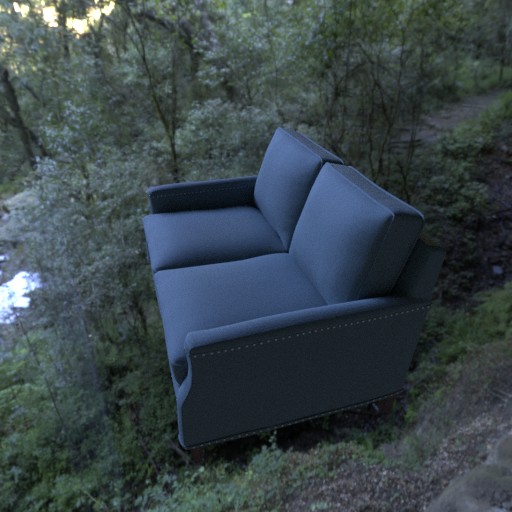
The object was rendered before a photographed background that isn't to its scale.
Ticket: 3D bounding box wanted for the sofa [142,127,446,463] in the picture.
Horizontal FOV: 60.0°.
[{"bbox_3d":[0.000,0.000,2.333,1.084,1.003,1.597,-9,31,-14],"label":"sofa"}]
